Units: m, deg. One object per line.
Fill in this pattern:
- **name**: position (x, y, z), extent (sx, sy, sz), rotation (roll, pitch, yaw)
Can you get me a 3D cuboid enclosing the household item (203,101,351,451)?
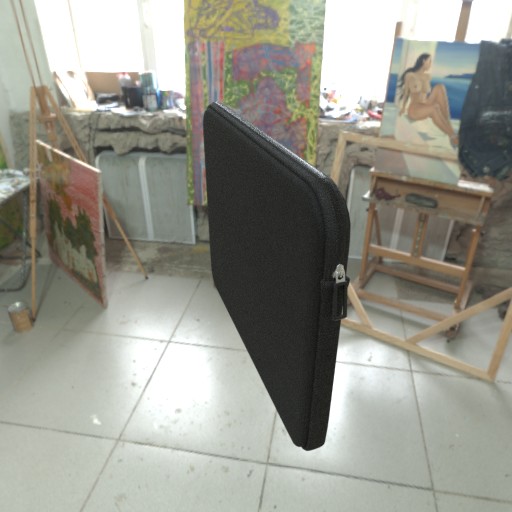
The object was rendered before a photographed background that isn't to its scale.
- **household item**: position (0.000, 0.000, 0.538), extent (0.030, 0.305, 0.396), rotation (-10, 31, -17)
